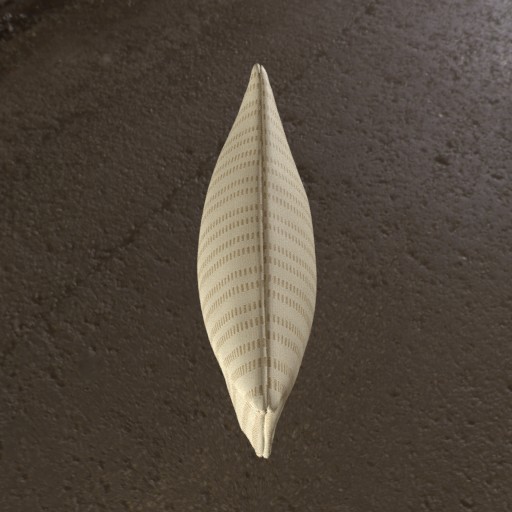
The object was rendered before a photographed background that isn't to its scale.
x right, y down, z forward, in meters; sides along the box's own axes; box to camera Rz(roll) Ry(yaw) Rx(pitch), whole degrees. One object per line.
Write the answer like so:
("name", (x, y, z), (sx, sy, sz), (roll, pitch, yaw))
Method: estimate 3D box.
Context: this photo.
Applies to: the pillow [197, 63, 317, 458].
("pillow", (0.000, 0.000, 0.812), (0.210, 0.353, 0.640), (0, 59, 0))
